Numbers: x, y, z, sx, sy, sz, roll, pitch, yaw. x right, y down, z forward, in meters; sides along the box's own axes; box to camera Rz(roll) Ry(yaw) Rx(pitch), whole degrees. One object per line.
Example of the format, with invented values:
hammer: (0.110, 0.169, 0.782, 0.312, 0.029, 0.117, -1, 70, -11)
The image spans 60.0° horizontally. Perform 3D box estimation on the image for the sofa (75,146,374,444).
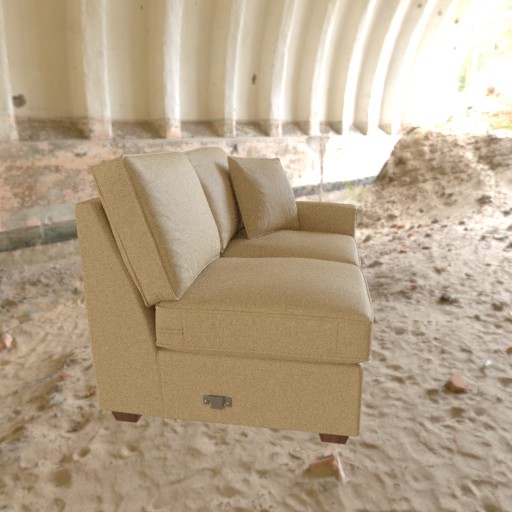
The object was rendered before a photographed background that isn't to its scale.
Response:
sofa: (0.000, 0.000, 2.085, 0.991, 0.989, 1.388, 3, 16, 9)
